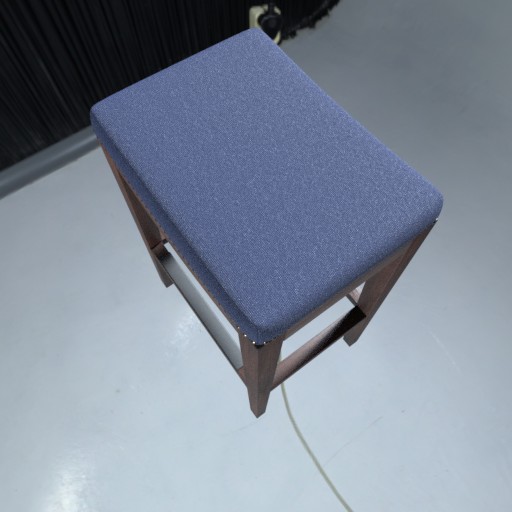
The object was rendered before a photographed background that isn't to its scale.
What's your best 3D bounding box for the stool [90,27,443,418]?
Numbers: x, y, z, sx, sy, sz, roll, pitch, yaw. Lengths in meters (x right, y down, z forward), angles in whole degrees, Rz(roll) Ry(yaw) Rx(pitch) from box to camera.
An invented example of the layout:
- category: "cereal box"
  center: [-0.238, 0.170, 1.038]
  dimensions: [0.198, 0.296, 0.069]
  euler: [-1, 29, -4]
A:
- category: "stool"
  center: [0.000, 0.000, 0.999]
  dimensions: [0.358, 0.740, 0.498]
  euler: [-33, 68, -15]
